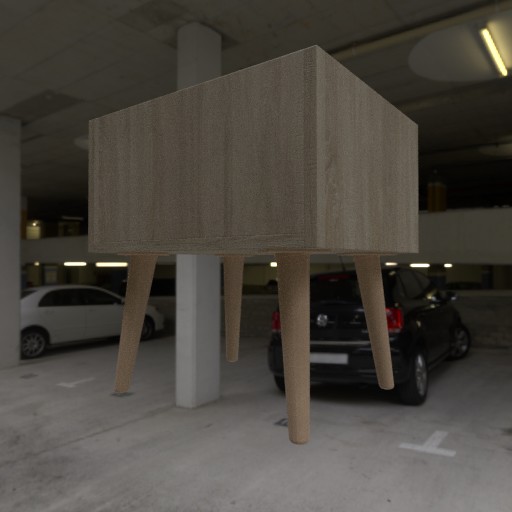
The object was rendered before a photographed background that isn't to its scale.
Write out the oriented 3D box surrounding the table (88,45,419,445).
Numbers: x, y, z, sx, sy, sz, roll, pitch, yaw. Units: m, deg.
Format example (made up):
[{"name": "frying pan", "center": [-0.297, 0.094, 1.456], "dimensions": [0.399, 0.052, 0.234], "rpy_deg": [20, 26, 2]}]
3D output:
[{"name": "table", "center": [0.000, 0.000, 0.781], "dimensions": [0.450, 0.470, 0.370], "rpy_deg": [-1, -1, 37]}]
